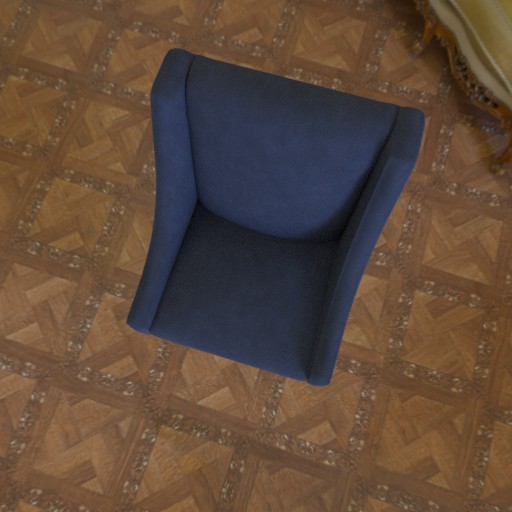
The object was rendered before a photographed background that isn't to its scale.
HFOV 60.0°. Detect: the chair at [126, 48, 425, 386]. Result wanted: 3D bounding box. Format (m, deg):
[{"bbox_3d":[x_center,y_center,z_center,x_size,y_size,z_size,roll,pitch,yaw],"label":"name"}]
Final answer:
[{"bbox_3d":[0.000,0.000,1.345,0.629,0.895,0.629,16,75,4],"label":"chair"}]
